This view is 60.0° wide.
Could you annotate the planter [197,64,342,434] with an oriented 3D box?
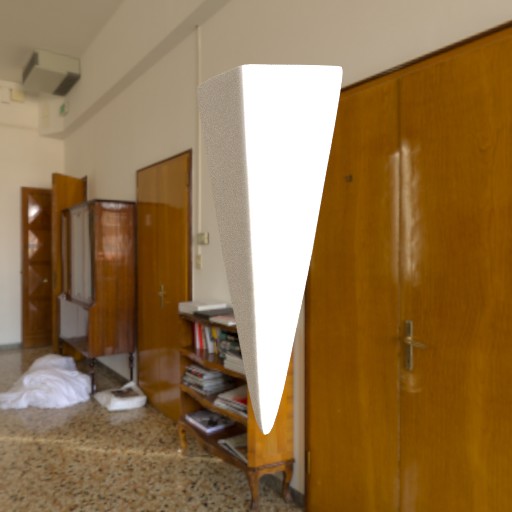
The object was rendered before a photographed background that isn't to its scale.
[{"bbox_3d":[0.000,0.000,0.392,0.143,0.338,0.065,0,1,19],"label":"planter"}]
